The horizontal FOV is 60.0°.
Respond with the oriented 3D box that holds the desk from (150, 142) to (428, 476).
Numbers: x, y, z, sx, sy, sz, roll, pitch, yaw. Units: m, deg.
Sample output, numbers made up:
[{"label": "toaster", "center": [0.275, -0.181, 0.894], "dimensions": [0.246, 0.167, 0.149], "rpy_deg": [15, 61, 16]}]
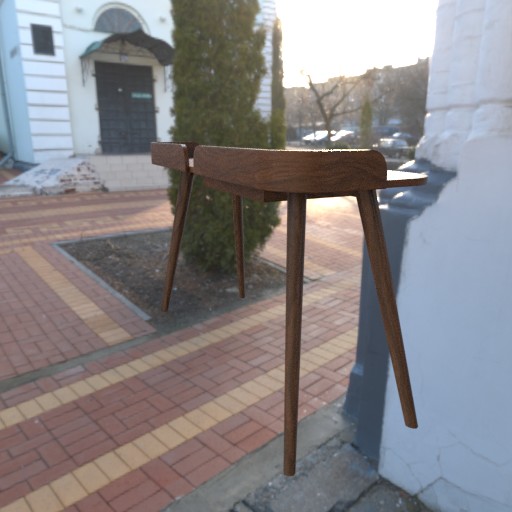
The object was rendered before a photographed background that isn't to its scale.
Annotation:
[{"label": "desk", "center": [0.000, 0.000, 1.638], "dimensions": [0.486, 0.800, 1.256], "rpy_deg": [-7, 17, -25]}]
